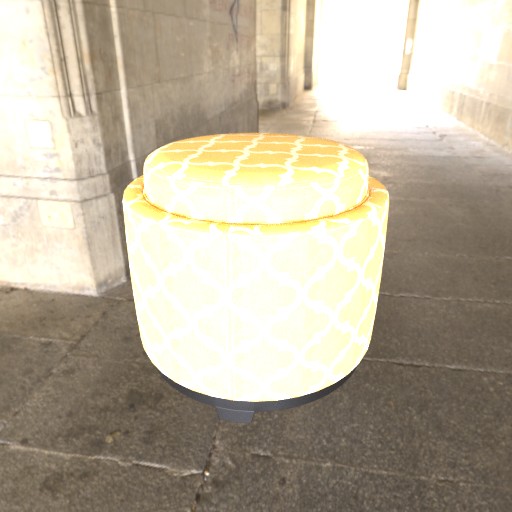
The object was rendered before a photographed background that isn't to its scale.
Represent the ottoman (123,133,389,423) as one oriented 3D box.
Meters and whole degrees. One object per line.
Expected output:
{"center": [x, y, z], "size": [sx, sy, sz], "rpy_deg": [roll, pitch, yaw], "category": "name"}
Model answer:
{"center": [0.000, 0.000, 0.874], "size": [0.480, 0.429, 0.480], "rpy_deg": [0, 25, 0], "category": "ottoman"}
